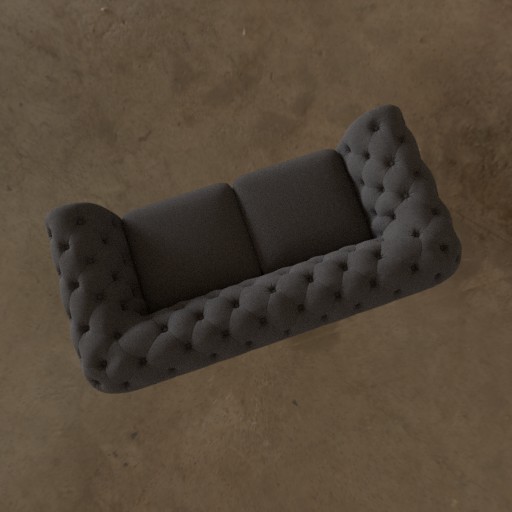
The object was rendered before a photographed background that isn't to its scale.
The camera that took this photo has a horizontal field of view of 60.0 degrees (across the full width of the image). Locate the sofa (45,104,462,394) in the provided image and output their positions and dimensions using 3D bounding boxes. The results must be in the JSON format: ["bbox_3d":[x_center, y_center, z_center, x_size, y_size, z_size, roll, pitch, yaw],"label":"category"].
[{"bbox_3d":[0.000,0.000,2.499,1.998,0.764,0.986,-18,78,-4],"label":"sofa"}]
